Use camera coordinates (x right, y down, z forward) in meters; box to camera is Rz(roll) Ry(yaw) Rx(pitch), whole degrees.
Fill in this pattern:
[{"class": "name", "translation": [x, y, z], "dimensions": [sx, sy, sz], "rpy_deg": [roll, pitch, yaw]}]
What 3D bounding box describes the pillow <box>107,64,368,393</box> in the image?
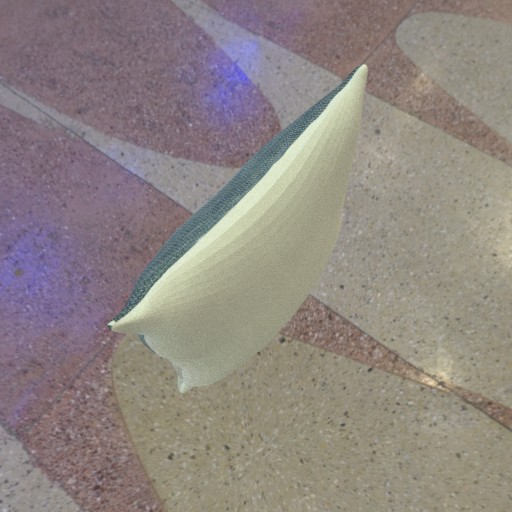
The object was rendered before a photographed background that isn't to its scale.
[{"class": "pillow", "translation": [0.000, 0.000, 0.675], "dimensions": [0.182, 0.441, 0.440], "rpy_deg": [37, 71, 15]}]
